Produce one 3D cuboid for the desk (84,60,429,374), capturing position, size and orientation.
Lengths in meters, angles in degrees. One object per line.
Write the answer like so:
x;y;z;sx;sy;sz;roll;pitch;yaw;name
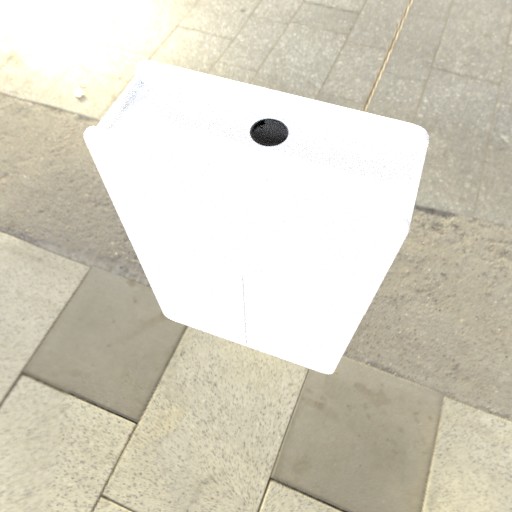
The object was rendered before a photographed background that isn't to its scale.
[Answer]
0.000;0.000;1.553;0.795;1.190;0.278;17;61;10;desk
